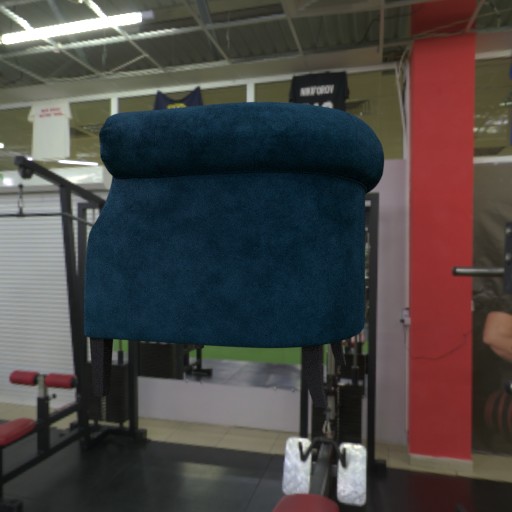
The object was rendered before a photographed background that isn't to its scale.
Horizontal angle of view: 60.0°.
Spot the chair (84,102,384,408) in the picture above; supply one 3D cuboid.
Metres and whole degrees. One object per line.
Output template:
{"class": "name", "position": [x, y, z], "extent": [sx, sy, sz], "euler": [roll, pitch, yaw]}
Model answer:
{"class": "chair", "position": [0.000, 0.000, 1.533], "extent": [0.851, 0.826, 0.904], "euler": [0, 0, 17]}
